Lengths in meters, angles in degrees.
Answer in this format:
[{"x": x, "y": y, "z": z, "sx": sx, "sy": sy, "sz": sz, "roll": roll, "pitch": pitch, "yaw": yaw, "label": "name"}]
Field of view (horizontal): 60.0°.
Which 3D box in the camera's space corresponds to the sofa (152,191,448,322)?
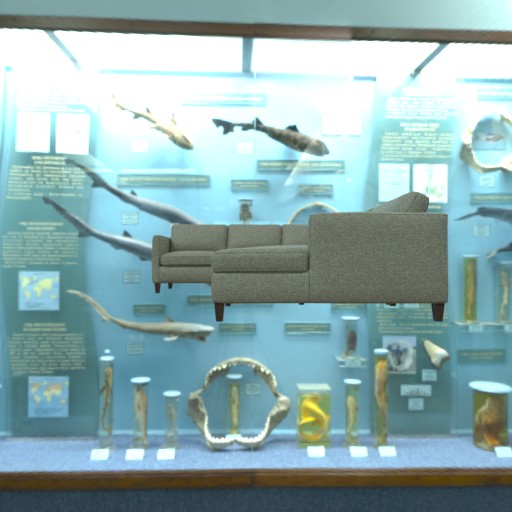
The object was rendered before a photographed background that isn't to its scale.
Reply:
[{"x": 0.000, "y": 0.000, "z": 4.555, "sx": 2.551, "sy": 0.889, "sz": 3.403, "roll": 0, "pitch": 0, "yaw": 0, "label": "sofa"}]
